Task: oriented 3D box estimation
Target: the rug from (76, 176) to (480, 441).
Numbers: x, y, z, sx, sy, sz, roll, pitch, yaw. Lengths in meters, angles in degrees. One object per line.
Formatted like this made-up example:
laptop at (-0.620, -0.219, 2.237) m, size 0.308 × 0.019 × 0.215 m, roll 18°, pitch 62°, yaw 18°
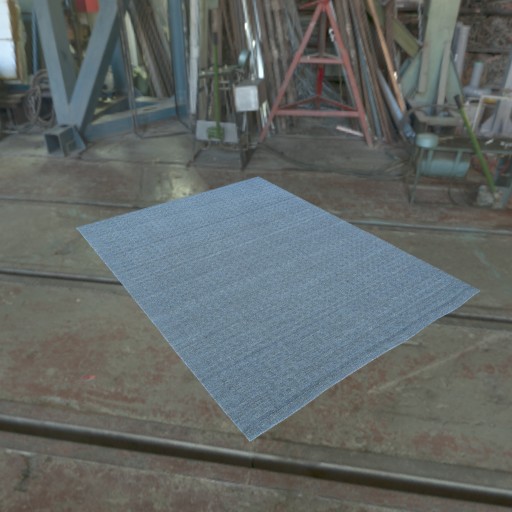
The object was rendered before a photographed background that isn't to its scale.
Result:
rug at (0.000, 0.000, 4.256) m, size 2.443 × 0.007 × 3.200 m, roll -21°, pitch 38°, yaw -30°
